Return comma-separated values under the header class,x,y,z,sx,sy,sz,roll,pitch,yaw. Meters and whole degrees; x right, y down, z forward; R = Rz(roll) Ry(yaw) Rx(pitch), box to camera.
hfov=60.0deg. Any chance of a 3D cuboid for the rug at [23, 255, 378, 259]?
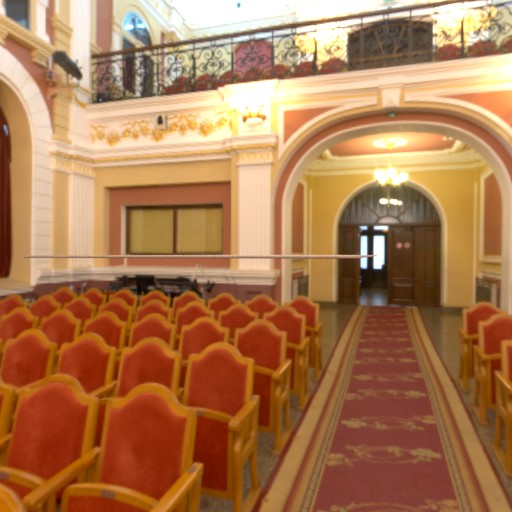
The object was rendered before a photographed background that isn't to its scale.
class,x,y,z,sx,sy,sz,roll,pitch,yaw
rug,0.000,0.000,2.997,1.524,0.011,2.438,0,0,17
